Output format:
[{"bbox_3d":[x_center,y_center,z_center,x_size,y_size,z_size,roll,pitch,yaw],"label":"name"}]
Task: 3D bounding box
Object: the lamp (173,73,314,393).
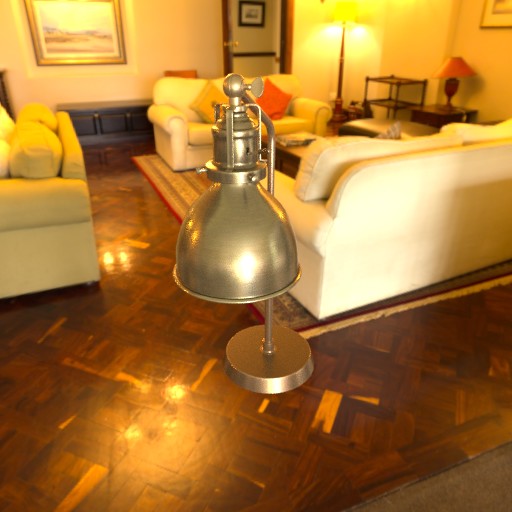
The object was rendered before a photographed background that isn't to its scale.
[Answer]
[{"bbox_3d":[0.000,0.000,0.584,0.153,0.456,0.286,8,28,16],"label":"lamp"}]
